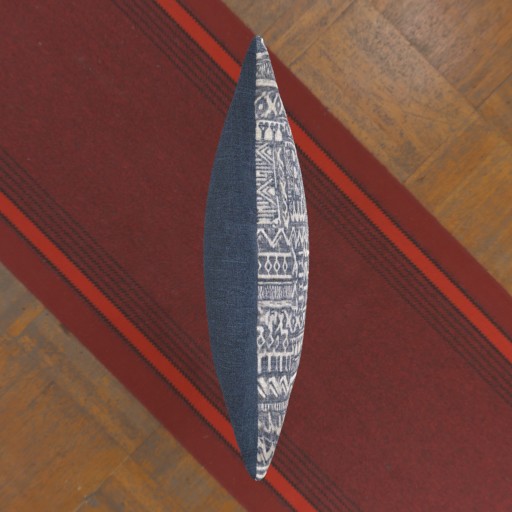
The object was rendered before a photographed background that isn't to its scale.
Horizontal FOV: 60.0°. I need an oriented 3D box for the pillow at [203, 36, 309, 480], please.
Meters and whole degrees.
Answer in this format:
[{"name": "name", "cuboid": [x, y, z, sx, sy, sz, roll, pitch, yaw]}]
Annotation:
[{"name": "pillow", "cuboid": [0.000, 0.000, 0.768, 0.180, 0.487, 0.546, 0, 89, 0]}]
